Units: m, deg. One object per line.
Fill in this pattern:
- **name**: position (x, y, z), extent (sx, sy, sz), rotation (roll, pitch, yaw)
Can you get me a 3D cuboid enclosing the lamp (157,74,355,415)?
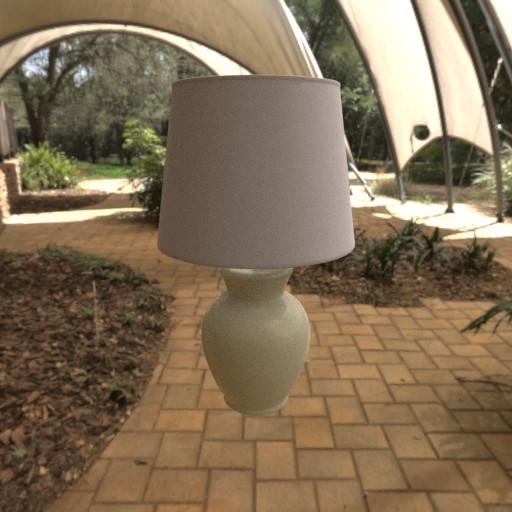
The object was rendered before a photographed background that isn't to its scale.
- **lamp**: position (0.000, 0.000, 0.553), extent (0.239, 0.399, 0.239), rotation (0, 15, 0)
